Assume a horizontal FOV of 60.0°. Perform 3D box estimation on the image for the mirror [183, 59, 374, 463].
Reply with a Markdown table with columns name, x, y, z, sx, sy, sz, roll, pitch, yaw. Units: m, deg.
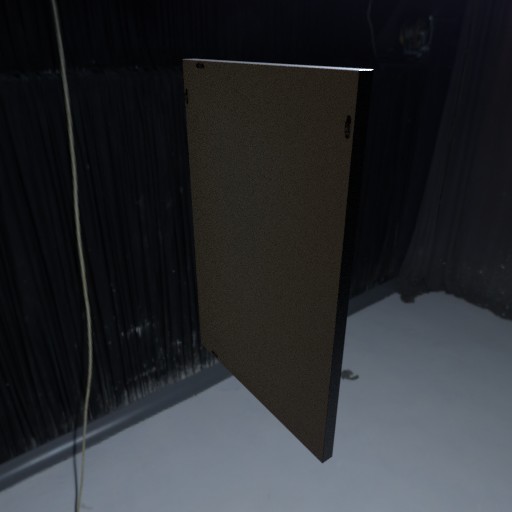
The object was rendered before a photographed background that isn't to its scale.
| name | x | y | z | sx | sy | sz | roll | pitch | yaw |
| --- | --- | --- | --- | --- | --- | --- | --- | --- | --- |
| mirror | 0.000 | 0.000 | 1.146 | 0.040 | 0.915 | 0.609 | -18 | 31 | -32 |
